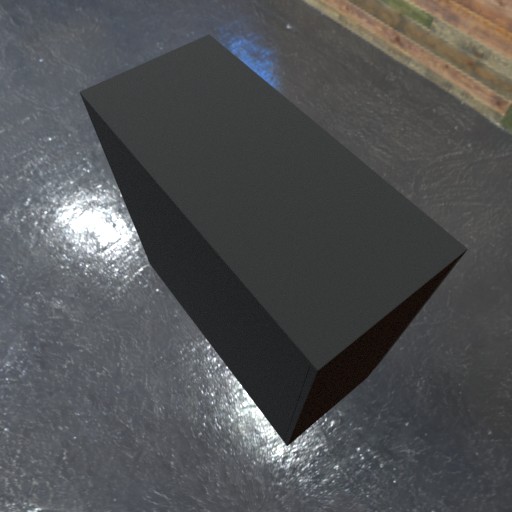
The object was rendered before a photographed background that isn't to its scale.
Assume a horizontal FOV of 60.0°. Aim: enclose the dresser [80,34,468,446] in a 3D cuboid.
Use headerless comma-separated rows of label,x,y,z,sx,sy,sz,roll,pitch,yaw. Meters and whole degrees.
dresser,0.000,0.000,1.144,0.360,0.720,0.750,-34,65,-18
